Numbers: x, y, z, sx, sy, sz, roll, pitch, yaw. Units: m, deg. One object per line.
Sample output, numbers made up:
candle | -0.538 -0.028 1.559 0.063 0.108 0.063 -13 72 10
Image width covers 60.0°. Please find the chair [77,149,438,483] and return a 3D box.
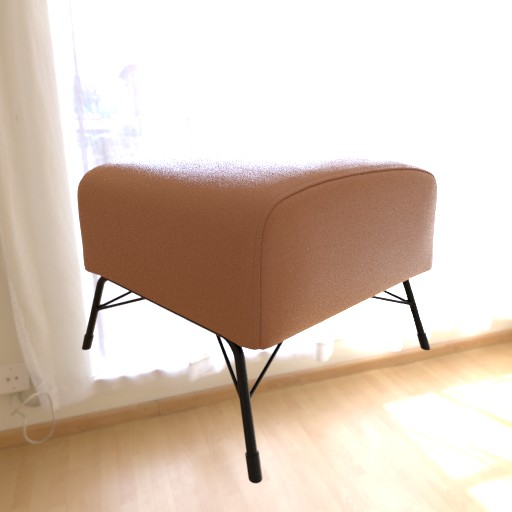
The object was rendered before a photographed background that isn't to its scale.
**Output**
chair | 0.000 0.000 0.886 0.530 0.410 0.530 -16 23 -43
